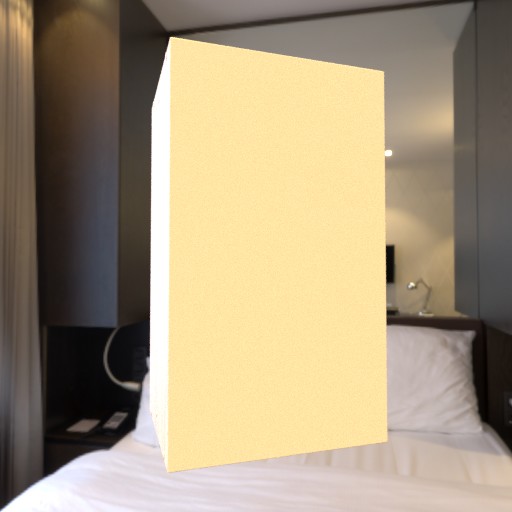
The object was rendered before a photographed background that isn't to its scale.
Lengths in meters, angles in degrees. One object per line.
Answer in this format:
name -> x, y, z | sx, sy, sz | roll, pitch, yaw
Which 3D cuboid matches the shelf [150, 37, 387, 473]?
shelf -> 0.000, 0.000, 0.801 | 0.350, 0.600, 0.290 | 1, -2, -18
